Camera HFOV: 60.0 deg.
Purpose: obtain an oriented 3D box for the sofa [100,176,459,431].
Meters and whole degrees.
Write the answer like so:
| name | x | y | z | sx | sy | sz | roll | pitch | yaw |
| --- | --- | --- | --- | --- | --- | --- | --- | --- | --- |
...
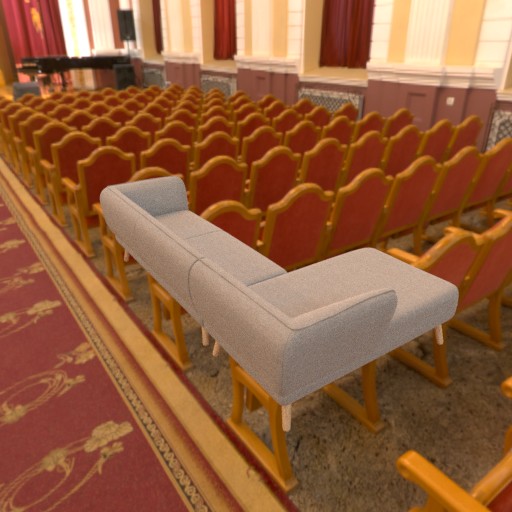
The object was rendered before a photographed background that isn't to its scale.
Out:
| name | x | y | z | sx | sy | sz | roll | pitch | yaw |
| --- | --- | --- | --- | --- | --- | --- | --- | --- | --- |
| sofa | 0.000 | 0.000 | 3.379 | 1.532 | 0.693 | 2.653 | -17 | 30 | -31 |
